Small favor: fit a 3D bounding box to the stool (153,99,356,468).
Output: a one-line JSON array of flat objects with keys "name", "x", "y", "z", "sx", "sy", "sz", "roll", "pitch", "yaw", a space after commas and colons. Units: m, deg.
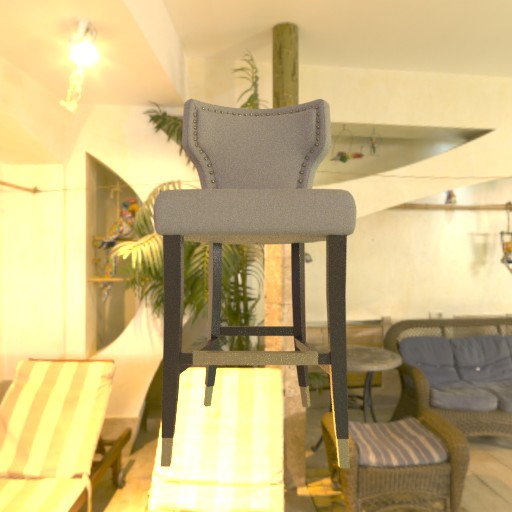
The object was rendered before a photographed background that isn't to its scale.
[{"name": "stool", "x": 0.000, "y": 0.000, "z": 1.389, "sx": 0.526, "sy": 1.092, "sz": 0.563, "roll": 0, "pitch": 0, "yaw": 1}]
